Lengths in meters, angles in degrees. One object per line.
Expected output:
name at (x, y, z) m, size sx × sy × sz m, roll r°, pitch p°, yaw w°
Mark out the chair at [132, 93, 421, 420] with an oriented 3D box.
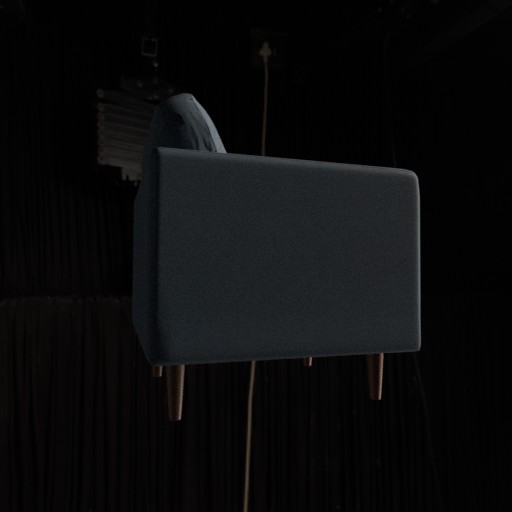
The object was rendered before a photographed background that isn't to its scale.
chair at (0.000, 0.000, 1.586) m, size 0.820 × 0.922 × 0.855 m, roll 1°, pitch -2°, yaw -18°
